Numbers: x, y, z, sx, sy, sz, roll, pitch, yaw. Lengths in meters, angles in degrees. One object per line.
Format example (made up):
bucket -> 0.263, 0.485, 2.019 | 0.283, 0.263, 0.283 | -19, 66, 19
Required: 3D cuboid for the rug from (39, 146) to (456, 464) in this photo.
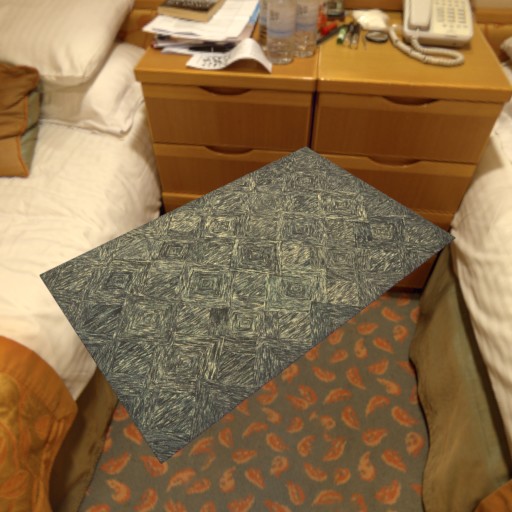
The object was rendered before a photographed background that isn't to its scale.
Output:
rug -> 0.000, 0.000, 2.916 | 2.330, 0.017, 1.478 | -31, 53, -26
